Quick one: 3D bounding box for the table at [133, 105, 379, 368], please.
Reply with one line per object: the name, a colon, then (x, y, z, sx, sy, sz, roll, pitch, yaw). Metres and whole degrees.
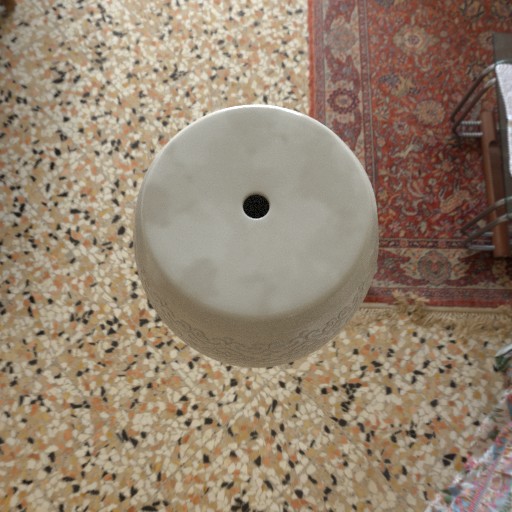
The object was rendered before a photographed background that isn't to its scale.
table: (0.000, 0.000, 0.631, 0.309, 0.397, 0.309, 0, 75, 0)
